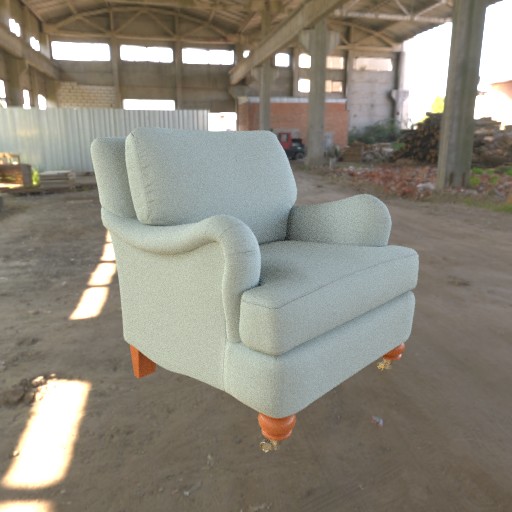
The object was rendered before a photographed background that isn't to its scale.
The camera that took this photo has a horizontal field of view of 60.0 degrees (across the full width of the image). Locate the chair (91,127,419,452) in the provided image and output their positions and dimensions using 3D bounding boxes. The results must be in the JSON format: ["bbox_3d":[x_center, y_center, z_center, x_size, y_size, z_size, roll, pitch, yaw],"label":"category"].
[{"bbox_3d":[0.000,0.000,1.861,1.070,1.038,0.955,13,19,43],"label":"chair"}]
